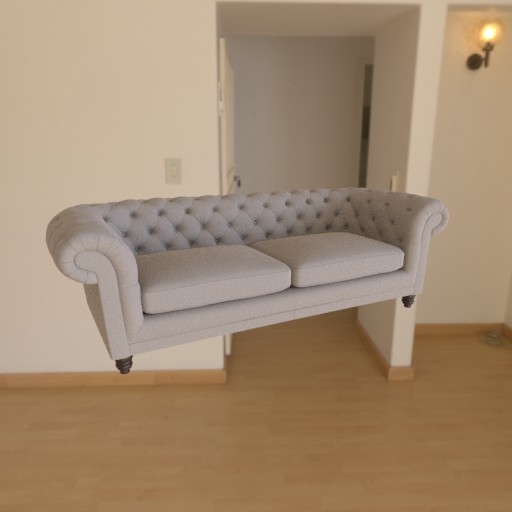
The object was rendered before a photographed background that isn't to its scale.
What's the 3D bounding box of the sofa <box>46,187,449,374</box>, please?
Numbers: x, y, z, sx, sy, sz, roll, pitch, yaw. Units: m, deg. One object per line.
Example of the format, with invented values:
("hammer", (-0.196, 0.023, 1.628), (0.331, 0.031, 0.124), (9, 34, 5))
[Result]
("sofa", (0.000, 0.000, 2.854), (2.411, 0.749, 0.991), (-8, 17, -27))
